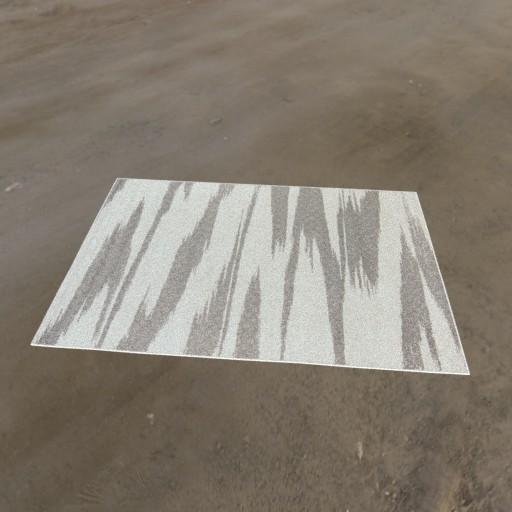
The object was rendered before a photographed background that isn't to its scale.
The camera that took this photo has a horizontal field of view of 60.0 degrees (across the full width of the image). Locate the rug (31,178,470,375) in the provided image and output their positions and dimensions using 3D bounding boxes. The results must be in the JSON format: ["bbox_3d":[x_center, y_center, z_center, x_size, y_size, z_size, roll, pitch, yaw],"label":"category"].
[{"bbox_3d":[0.000,0.000,2.261,1.827,0.008,1.225,3,45,3],"label":"rug"}]
